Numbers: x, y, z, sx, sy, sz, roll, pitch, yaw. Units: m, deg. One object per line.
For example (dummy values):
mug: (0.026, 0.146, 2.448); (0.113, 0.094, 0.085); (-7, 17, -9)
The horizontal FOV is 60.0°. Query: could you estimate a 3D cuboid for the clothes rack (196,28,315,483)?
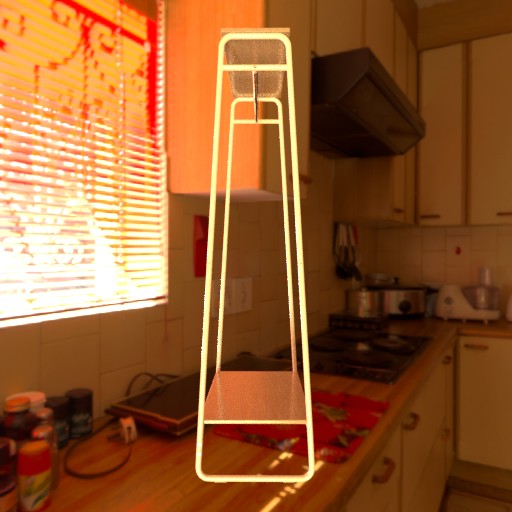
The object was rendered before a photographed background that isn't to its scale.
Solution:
clothes rack: (0.000, 0.000, 1.790); (0.400, 1.512, 0.640); (0, 1, 1)
